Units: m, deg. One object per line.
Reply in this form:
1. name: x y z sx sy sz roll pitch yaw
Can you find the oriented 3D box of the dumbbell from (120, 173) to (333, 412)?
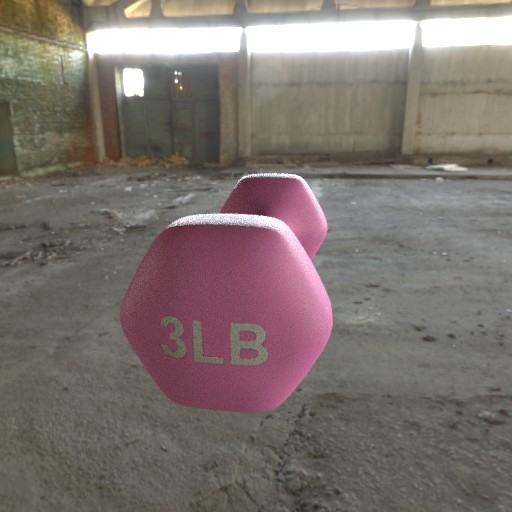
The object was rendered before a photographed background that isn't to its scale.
1. dumbbell: 0.000 0.000 0.192 0.064 0.058 0.159 2 16 8
